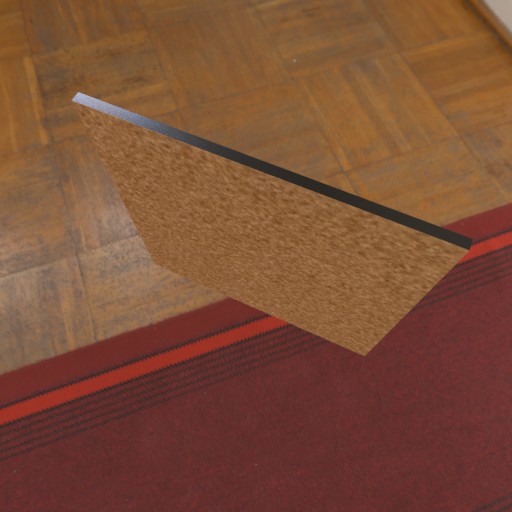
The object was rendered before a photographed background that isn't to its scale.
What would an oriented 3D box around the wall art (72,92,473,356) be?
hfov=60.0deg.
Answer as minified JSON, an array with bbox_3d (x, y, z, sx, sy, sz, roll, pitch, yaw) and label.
[{"bbox_3d":[0.000,0.000,0.657,0.446,0.445,0.014,23,67,10],"label":"wall art"}]
